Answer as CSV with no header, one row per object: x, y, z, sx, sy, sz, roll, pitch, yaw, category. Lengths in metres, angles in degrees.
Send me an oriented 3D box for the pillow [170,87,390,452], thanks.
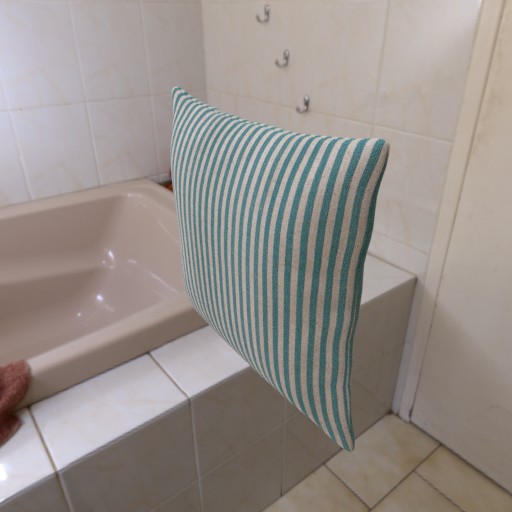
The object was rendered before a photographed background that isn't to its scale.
0.000,0.000,0.784,0.166,0.510,0.523,-19,34,-31,pillow
